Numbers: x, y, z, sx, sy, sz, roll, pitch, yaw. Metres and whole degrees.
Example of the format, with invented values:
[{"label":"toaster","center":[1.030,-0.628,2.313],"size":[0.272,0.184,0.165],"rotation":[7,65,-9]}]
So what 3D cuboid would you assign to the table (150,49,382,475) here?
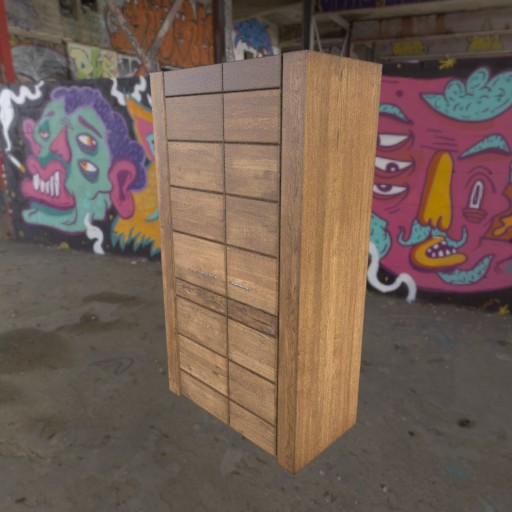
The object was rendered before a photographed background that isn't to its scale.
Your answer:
[{"label":"table","center":[0.000,0.000,2.551],"size":[1.100,2.000,0.600],"rotation":[15,22,42]}]
